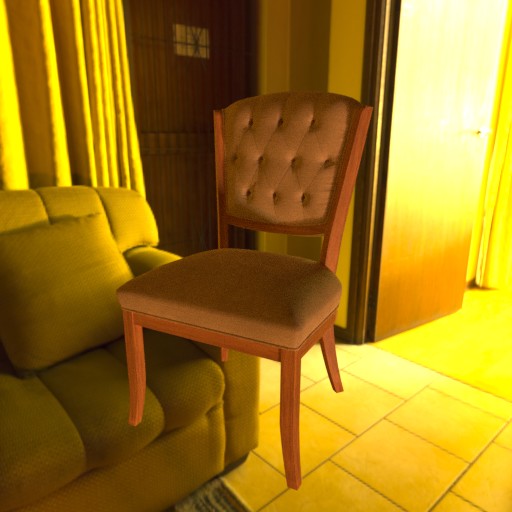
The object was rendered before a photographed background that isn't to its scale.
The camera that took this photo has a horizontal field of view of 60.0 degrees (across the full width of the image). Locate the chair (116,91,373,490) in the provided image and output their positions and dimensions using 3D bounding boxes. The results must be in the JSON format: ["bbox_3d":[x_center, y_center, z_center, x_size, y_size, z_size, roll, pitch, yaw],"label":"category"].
[{"bbox_3d":[0.000,0.000,1.242,0.513,0.905,0.584,8,18,27],"label":"chair"}]
